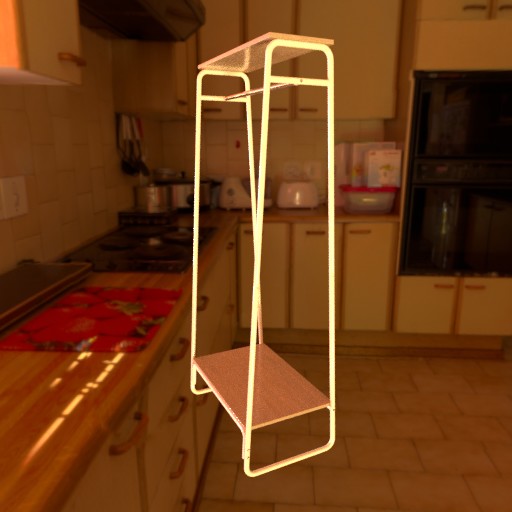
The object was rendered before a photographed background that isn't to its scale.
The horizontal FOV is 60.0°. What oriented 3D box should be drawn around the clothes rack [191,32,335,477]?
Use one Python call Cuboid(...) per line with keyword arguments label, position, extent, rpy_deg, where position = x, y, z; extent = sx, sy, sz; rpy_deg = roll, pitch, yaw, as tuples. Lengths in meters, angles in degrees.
Cuboid(label="clothes rack", position=(0.000, 0.000, 1.798), extent=(0.400, 1.512, 0.640), rpy_deg=(-7, 16, -25))
